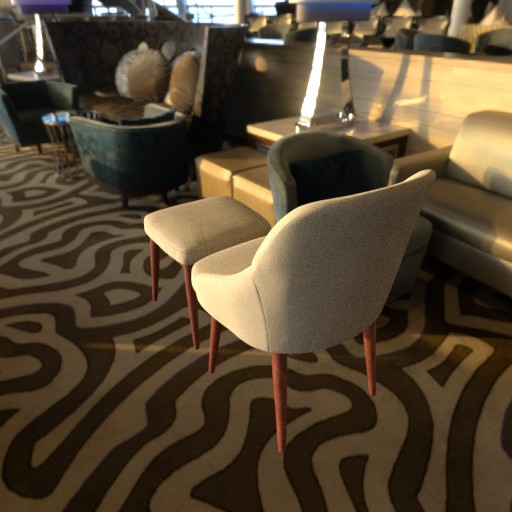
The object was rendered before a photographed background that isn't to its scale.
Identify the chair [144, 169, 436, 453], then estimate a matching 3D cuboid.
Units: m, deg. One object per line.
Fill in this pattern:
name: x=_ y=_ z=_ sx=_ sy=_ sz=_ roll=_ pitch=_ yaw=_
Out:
chair: x=0.000 y=0.000 z=1.578 sx=0.584 sy=0.866 sz=1.114 roll=-19 pitch=34 yaw=-30
